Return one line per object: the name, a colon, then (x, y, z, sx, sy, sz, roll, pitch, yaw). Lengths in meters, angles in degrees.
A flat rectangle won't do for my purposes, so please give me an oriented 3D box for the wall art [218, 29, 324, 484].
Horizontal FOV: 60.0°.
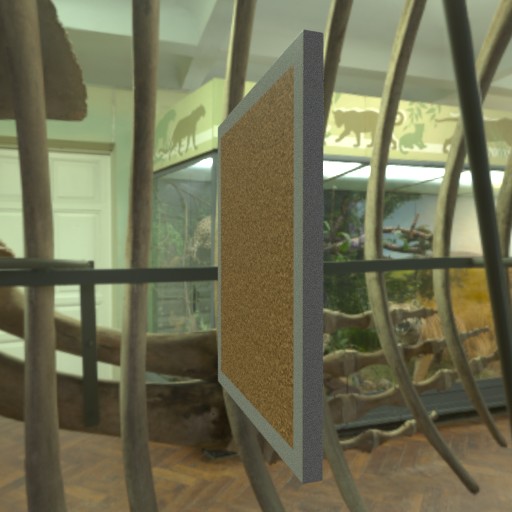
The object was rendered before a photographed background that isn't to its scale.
wall art: (0.000, 0.000, 0.760, 0.028, 0.556, 0.454, 0, 1, -18)
